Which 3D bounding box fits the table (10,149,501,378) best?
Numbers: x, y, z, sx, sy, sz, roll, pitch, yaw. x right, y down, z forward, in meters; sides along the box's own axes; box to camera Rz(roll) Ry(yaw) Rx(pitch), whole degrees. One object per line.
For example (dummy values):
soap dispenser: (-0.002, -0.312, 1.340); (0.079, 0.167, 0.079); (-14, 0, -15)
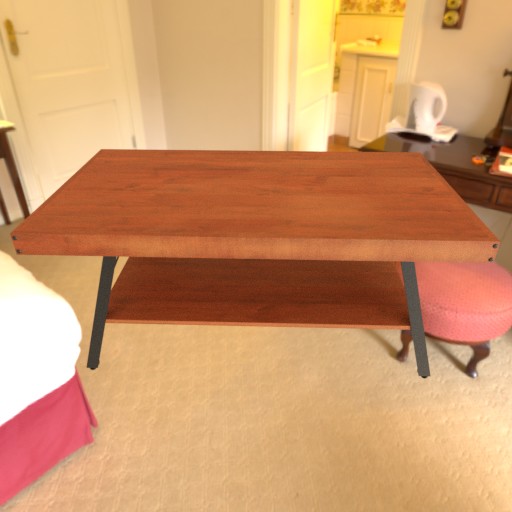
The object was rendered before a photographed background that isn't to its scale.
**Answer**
table: (0.000, 0.000, 1.340); (1.067, 0.457, 0.610); (1, 31, 2)
